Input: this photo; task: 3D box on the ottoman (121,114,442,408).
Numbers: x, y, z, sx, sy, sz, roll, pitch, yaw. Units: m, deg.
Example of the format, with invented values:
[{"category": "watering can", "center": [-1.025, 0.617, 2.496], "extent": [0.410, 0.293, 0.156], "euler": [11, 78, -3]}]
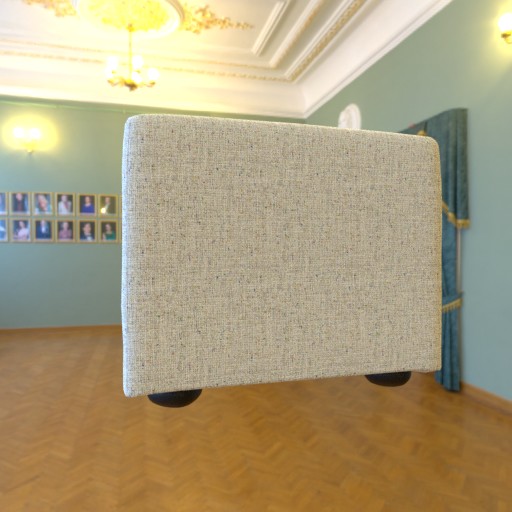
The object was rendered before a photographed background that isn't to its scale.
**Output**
[{"category": "ottoman", "center": [0.000, 0.000, 0.907], "extent": [0.521, 0.453, 0.512], "euler": [0, 1, -16]}]
